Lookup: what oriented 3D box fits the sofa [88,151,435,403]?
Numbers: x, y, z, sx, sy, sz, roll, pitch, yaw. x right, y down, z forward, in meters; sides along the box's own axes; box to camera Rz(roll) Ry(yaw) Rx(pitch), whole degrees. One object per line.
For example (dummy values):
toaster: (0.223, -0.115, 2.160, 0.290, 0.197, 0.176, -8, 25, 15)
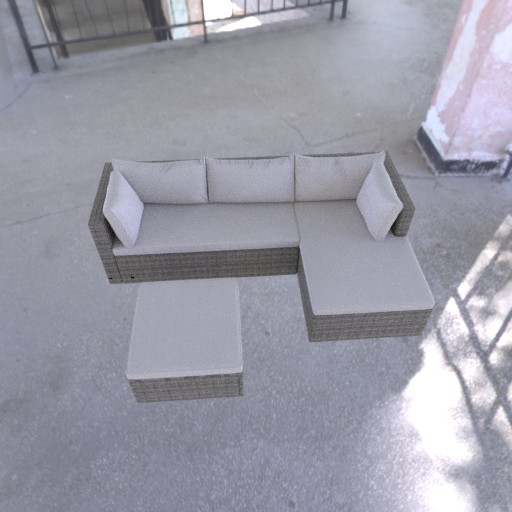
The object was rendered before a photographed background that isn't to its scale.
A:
sofa: (0.000, 0.000, 3.032, 2.192, 0.766, 1.662, -3, 47, -3)
